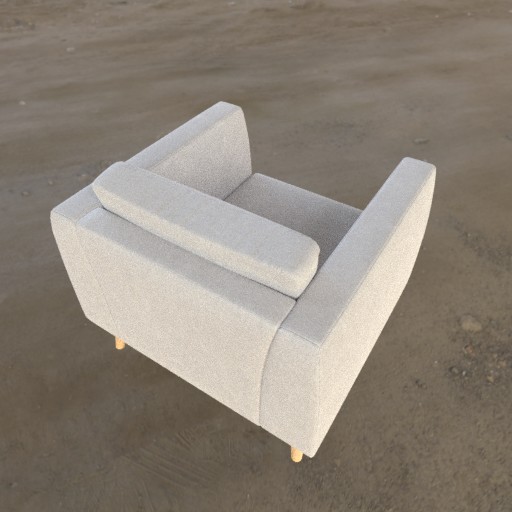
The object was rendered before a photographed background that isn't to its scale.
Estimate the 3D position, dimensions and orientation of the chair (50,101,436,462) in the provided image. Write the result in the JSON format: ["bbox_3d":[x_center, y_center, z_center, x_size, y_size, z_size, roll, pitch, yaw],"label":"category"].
[{"bbox_3d":[0.000,0.000,1.662,1.000,0.860,0.930,24,49,23],"label":"chair"}]
